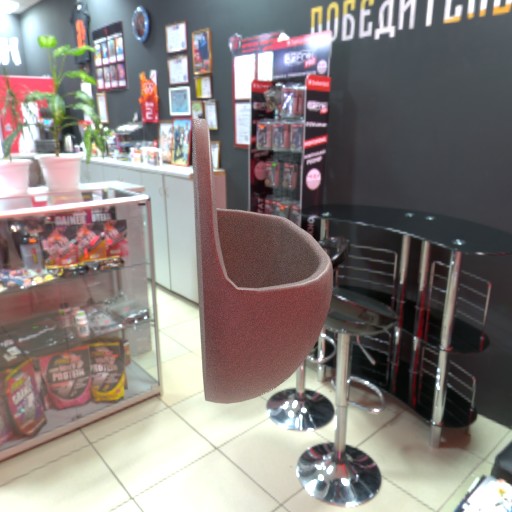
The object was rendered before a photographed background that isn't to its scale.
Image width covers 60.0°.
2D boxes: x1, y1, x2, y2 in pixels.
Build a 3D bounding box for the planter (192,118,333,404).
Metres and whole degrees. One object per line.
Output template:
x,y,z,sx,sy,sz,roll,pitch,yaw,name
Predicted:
0.000,0.000,0.277,0.073,0.164,0.190,-3,17,-8,planter
